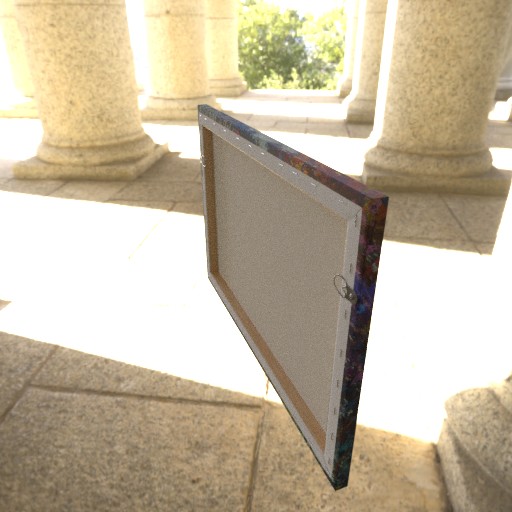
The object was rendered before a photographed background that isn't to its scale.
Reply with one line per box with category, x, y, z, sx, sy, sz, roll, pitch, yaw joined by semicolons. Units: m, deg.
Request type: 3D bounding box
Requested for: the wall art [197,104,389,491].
wall art;0.000;0.000;1.396;0.042;0.760;1.136;-10;29;-19
